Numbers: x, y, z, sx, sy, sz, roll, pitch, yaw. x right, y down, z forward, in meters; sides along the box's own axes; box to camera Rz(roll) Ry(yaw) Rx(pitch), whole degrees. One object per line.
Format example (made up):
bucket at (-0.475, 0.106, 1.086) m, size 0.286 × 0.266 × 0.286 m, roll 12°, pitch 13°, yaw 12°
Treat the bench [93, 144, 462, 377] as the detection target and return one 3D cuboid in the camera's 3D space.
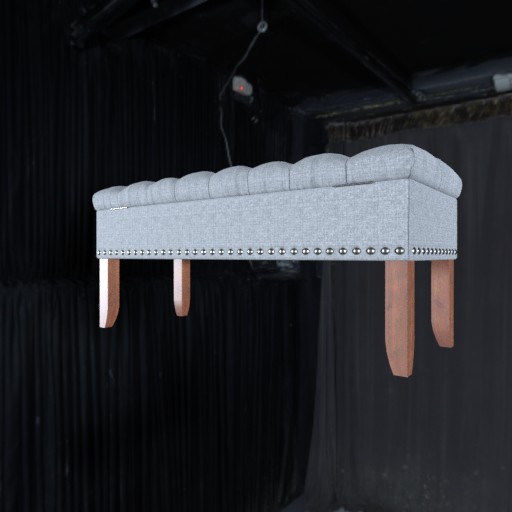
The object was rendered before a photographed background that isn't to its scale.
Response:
bench at (0.000, 0.000, 1.314) m, size 1.052 × 0.470 × 0.417 m, roll 0°, pitch 0°, yaw 37°
